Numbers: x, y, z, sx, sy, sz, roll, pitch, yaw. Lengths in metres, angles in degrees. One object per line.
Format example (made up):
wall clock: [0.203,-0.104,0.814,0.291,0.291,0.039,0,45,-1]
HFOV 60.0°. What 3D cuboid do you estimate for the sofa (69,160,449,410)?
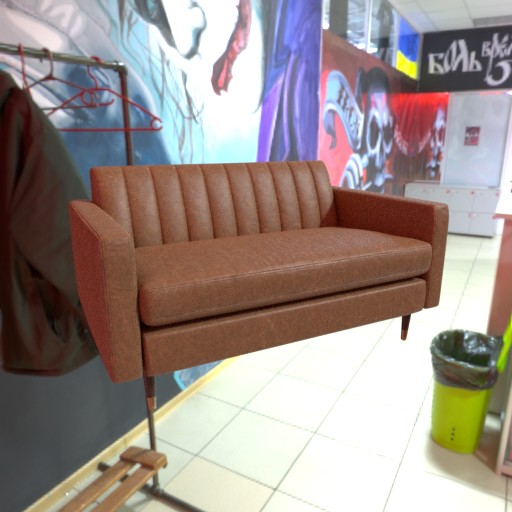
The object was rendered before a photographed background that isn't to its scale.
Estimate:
sofa: [0.000,0.000,2.094,1.549,0.820,0.960,-8,17,-26]
